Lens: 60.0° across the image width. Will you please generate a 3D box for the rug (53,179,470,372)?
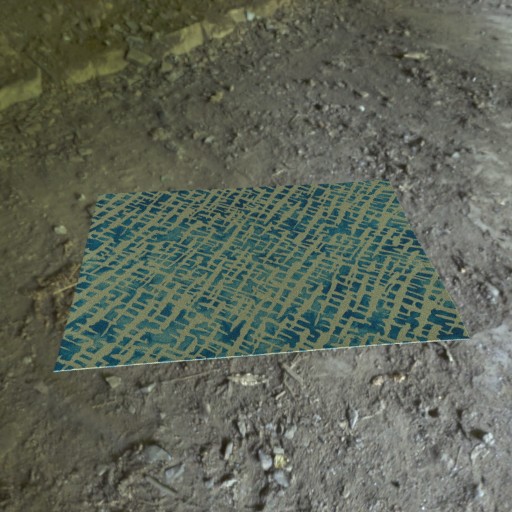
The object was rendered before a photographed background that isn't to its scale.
[{"bbox_3d":[0.000,0.000,2.350,1.830,0.011,1.209,-4,46,-4],"label":"rug"}]
